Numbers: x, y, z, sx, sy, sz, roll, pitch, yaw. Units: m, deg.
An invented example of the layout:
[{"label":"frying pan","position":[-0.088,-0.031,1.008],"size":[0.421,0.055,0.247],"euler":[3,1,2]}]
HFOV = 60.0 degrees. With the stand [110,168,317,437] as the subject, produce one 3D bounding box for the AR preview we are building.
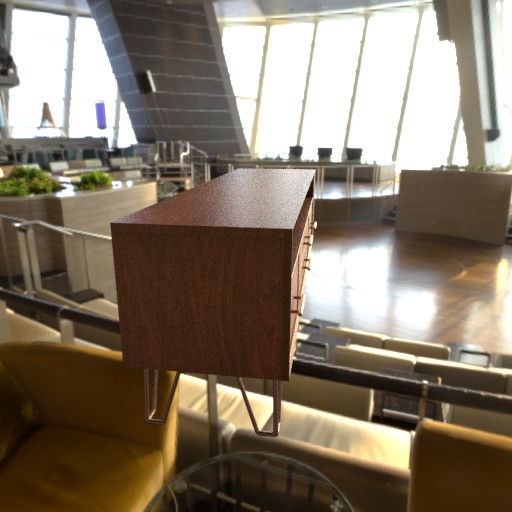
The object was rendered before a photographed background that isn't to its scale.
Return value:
[{"label":"stand","position":[0.000,0.000,1.928],"size":[0.481,0.610,1.626],"euler":[3,16,9]}]
